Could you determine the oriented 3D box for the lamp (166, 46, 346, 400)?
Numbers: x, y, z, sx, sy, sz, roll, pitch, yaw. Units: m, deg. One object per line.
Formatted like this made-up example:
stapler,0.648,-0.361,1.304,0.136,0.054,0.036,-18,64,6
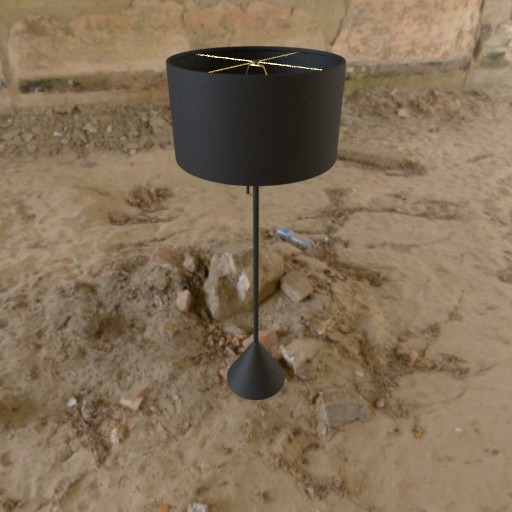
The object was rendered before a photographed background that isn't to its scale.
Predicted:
lamp,0.000,0.000,1.851,0.580,1.526,0.580,22,38,30
